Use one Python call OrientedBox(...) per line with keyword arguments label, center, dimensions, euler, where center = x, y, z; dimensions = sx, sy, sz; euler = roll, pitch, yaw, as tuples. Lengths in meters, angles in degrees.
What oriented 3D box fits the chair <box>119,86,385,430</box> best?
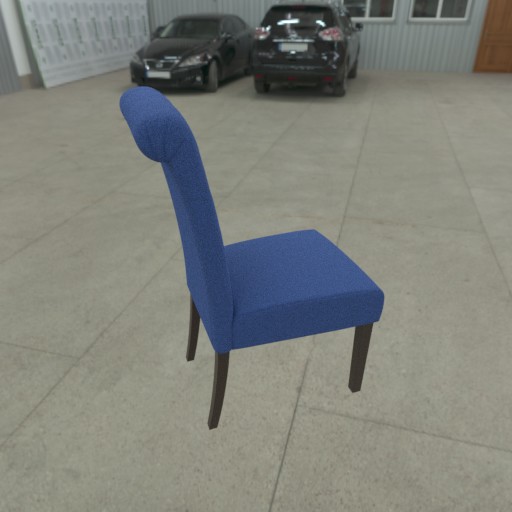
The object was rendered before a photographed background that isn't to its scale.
OrientedBox(label="chair", center=(0.000, 0.000, 1.391), dimensions=(0.671, 1.006, 0.456), euler=(-10, 31, -17))
